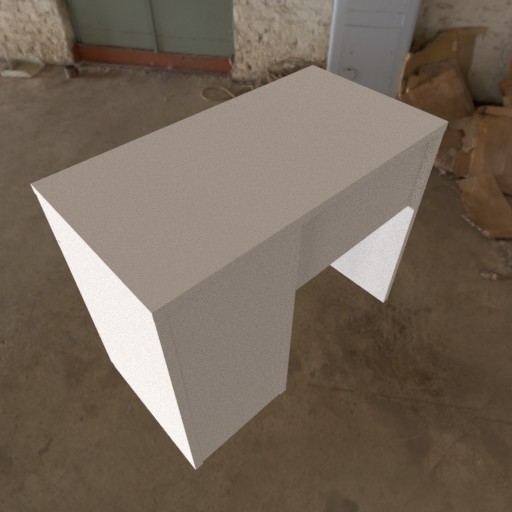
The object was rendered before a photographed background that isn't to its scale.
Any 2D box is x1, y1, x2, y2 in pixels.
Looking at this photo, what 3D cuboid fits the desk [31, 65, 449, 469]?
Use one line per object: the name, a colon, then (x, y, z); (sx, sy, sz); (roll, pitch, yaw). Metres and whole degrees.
desk: (0.000, 0.000, 1.310); (0.898, 0.730, 0.482); (-33, 55, -28)
